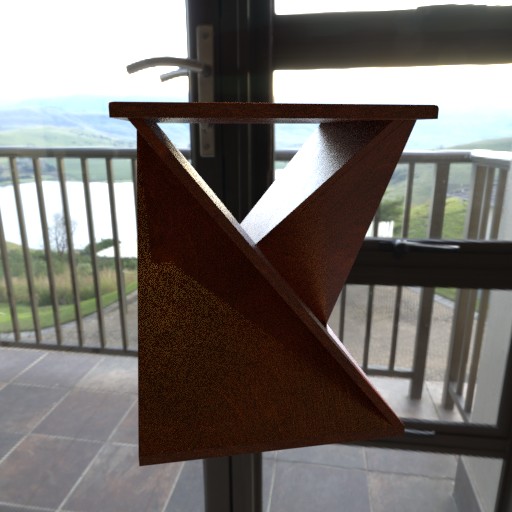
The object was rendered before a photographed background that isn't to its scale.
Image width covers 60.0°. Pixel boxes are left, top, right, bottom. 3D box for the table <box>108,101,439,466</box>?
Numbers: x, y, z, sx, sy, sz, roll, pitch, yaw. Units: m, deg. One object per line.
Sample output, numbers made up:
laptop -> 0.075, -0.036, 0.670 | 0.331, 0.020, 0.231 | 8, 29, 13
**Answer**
table -> 0.000, 0.000, 0.833 | 0.427, 0.520, 0.427 | -3, 16, -9
